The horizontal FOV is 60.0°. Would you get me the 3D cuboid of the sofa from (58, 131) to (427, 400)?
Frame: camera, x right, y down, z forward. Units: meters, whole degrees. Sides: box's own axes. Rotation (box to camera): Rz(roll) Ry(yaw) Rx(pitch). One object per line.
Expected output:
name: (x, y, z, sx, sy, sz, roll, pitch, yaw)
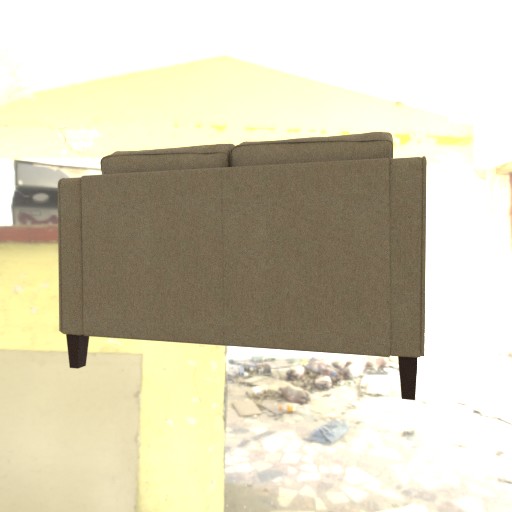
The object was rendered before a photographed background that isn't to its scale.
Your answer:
sofa: (0.000, 0.000, 2.166, 1.503, 0.981, 0.985, 0, 0, 17)
